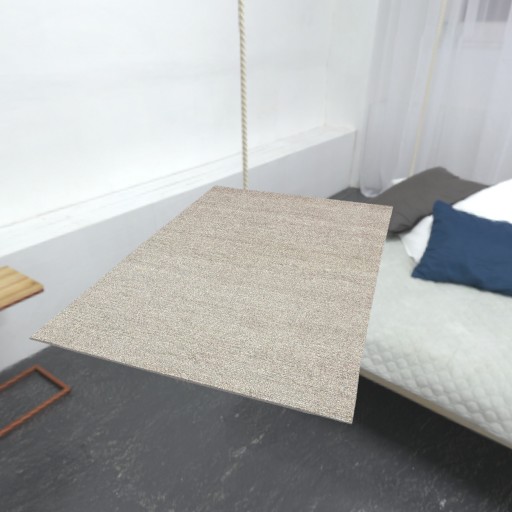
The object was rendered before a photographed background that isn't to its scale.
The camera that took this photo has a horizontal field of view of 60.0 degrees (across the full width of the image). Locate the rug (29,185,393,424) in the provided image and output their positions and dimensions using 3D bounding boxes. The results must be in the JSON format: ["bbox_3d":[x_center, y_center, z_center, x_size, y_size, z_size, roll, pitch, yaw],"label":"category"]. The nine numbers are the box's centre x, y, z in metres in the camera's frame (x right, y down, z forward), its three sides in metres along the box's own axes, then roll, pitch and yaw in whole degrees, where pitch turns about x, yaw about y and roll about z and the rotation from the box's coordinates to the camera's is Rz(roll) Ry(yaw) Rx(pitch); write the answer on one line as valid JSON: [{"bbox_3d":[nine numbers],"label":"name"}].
[{"bbox_3d":[0.000,0.000,2.949,1.609,0.030,2.342,10,31,17],"label":"rug"}]
